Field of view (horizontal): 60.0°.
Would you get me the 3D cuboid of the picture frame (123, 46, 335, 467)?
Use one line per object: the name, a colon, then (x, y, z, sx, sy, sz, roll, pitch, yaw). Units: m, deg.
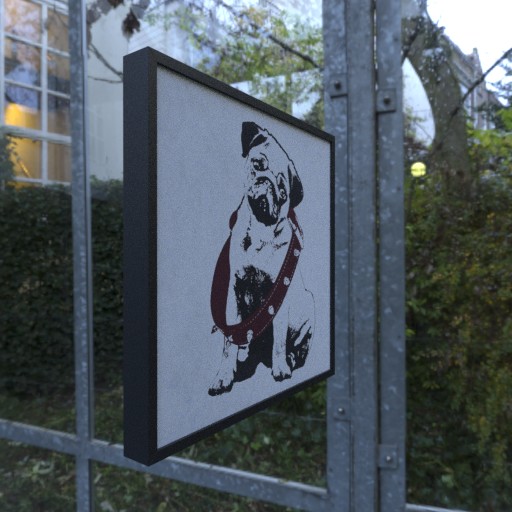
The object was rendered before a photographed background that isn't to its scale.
picture frame: (0.000, 0.000, 0.471, 0.030, 0.317, 0.317, 0, 0, 36)
